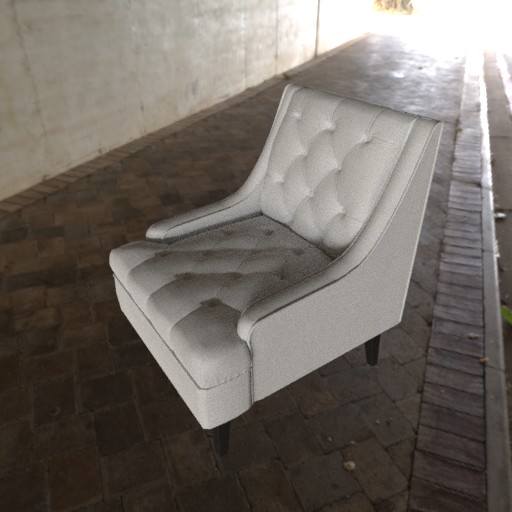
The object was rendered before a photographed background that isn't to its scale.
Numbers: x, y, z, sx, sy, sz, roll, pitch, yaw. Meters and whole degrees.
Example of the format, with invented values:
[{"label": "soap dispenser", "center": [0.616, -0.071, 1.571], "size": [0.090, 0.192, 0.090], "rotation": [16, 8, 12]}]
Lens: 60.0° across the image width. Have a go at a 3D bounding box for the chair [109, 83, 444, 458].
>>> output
[{"label": "chair", "center": [0.000, 0.000, 1.409], "size": [0.772, 0.891, 0.658], "rotation": [-20, 37, -29]}]
